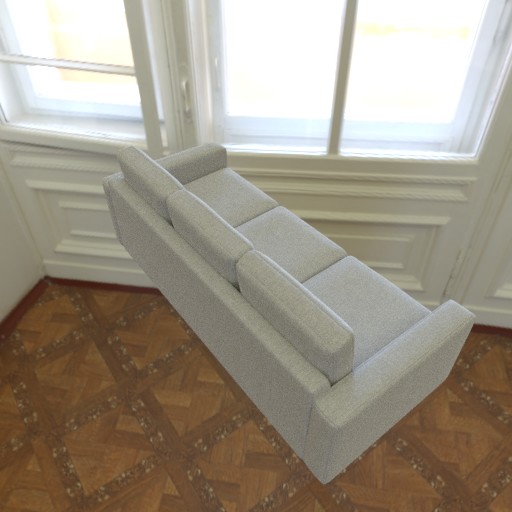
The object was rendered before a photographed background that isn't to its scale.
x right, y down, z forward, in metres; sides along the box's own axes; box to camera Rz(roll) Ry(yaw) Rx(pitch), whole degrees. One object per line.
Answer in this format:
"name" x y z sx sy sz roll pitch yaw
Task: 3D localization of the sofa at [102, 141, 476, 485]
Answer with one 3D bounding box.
"sofa" 0.000 0.000 2.495 0.900 0.800 2.120 -27 48 -27
